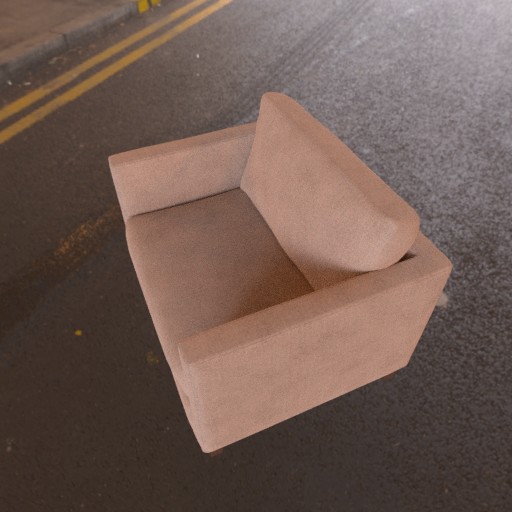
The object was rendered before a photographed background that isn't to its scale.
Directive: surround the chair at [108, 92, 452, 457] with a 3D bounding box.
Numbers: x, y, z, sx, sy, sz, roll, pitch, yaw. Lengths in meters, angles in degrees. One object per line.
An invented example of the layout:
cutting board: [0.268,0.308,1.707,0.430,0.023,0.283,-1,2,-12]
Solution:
chair: [0.000,0.000,1.858,0.959,0.961,1.133,-18,49,-16]
